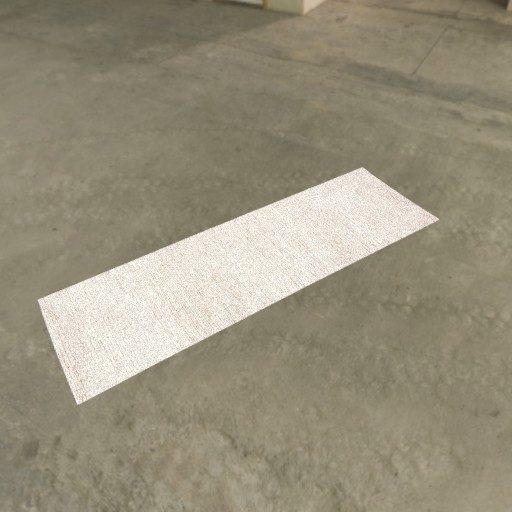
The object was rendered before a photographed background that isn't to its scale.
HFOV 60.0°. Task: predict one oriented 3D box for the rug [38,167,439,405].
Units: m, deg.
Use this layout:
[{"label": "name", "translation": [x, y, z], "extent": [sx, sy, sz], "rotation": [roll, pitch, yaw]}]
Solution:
[{"label": "rug", "translation": [0.000, 0.000, 2.616], "extent": [2.346, 0.013, 0.712], "rotation": [-24, 50, -22]}]
